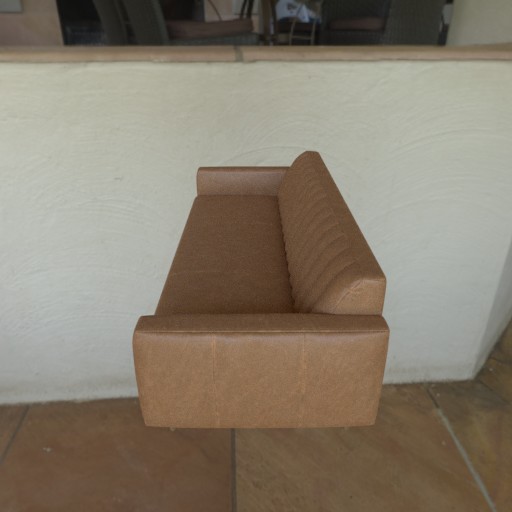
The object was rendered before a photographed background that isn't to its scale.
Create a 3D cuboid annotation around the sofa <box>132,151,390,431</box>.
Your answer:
[{"bbox_3d":[0.000,0.000,2.716,0.990,0.821,2.291,0,27,0],"label":"sofa"}]
